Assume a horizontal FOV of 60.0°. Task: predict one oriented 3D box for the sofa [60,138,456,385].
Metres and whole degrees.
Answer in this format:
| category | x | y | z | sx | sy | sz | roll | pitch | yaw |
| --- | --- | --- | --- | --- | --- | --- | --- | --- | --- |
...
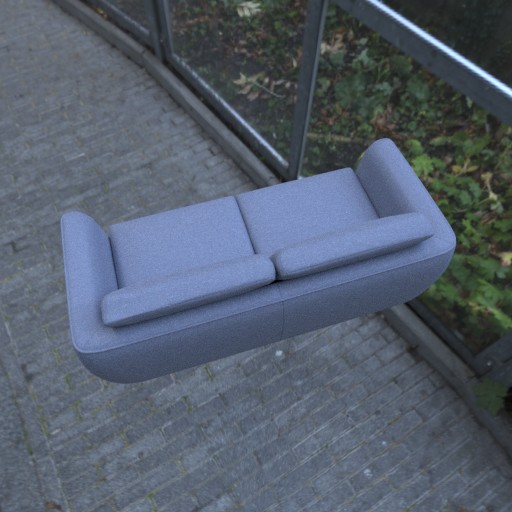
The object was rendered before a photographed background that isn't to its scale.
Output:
| category | x | y | z | sx | sy | sz | roll | pitch | yaw |
| --- | --- | --- | --- | --- | --- | --- | --- | --- | --- |
| sofa | 0.000 | 0.000 | 2.556 | 2.000 | 0.870 | 0.920 | -15 | 60 | -9 |
